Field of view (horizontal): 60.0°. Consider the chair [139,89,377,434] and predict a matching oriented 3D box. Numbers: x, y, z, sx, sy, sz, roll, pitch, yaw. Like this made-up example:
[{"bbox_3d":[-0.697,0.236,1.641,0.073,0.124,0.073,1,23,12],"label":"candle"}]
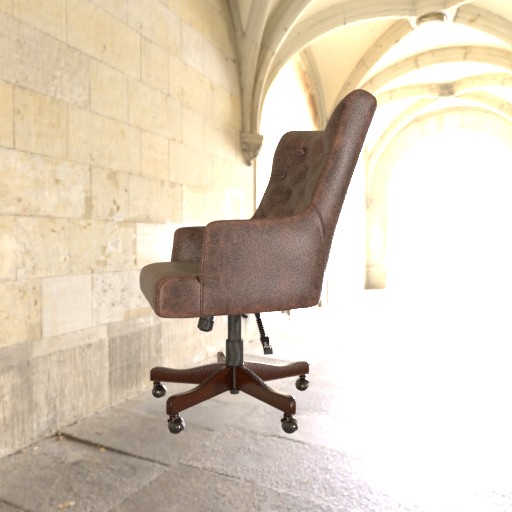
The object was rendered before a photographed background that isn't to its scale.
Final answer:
[{"bbox_3d":[0.000,0.000,1.556,0.762,1.035,0.641,-1,2,-18],"label":"chair"}]
